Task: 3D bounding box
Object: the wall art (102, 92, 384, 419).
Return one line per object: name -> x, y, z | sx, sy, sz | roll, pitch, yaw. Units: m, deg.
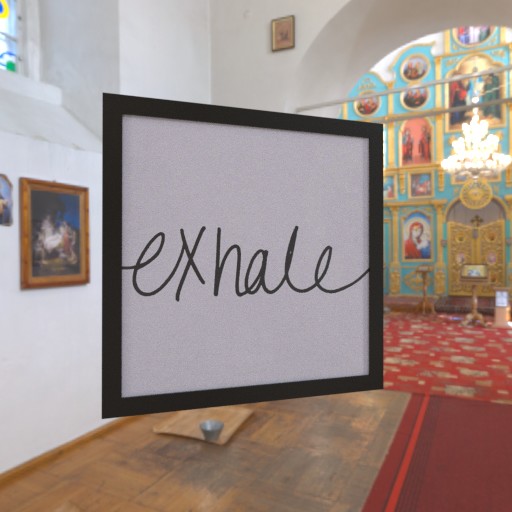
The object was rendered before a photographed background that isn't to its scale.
wall art -> 0.000, 0.000, 0.679 | 0.446, 0.445, 0.014 | 0, 0, -18
